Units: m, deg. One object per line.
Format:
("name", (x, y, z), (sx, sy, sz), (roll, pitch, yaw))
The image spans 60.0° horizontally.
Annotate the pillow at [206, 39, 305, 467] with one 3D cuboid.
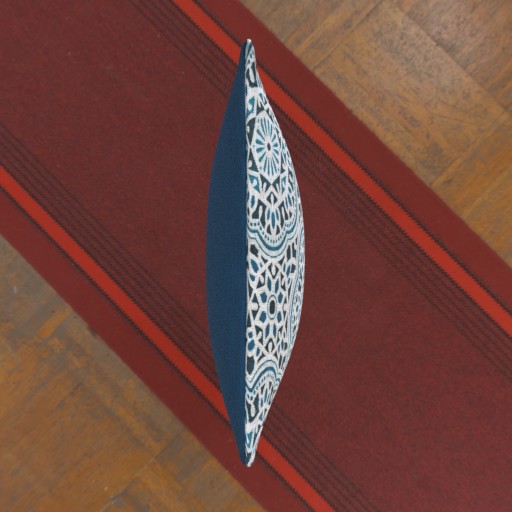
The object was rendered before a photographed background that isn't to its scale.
("pillow", (0.000, 0.000, 0.652), (0.145, 0.420, 0.440), (0, 89, 3))
